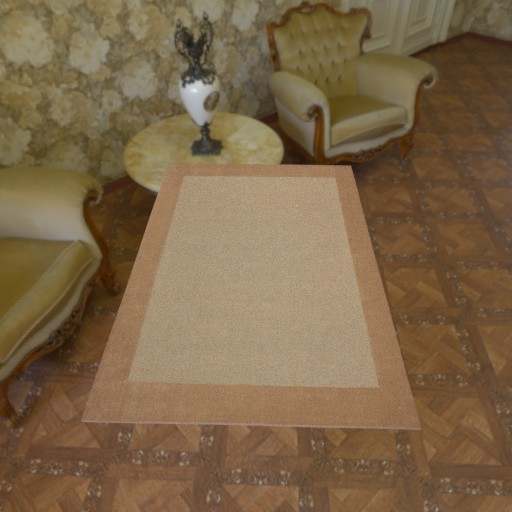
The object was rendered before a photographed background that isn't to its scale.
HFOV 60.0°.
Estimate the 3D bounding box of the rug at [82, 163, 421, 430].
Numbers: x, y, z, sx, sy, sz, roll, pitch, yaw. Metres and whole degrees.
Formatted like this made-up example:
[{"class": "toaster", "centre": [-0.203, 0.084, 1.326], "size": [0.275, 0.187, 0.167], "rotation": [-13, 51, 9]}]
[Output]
[{"class": "rug", "centre": [0.000, 0.000, 2.270], "size": [1.219, 0.014, 1.829], "rotation": [1, 42, 1]}]
